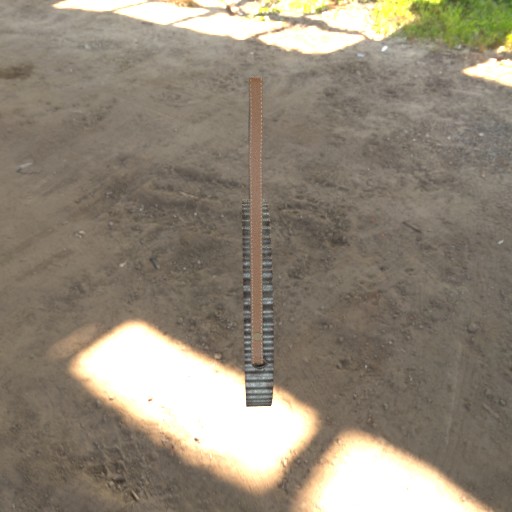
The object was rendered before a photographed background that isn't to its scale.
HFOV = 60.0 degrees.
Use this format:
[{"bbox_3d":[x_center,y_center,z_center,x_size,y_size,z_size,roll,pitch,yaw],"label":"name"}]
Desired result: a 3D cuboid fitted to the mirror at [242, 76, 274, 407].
[{"bbox_3d":[0.000,0.000,0.710,0.042,0.568,0.355,-1,42,-1],"label":"mirror"}]
